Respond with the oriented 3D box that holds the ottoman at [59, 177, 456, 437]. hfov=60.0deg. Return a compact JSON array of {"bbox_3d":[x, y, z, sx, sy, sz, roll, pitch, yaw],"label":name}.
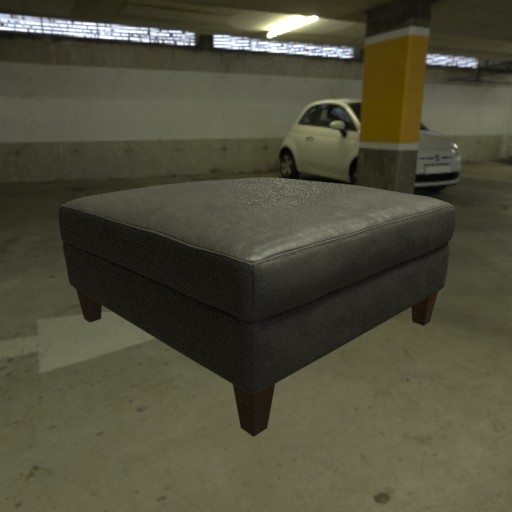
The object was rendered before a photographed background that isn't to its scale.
[{"bbox_3d":[0.000,0.000,1.305,0.836,0.415,0.844,-15,22,-42],"label":"ottoman"}]
